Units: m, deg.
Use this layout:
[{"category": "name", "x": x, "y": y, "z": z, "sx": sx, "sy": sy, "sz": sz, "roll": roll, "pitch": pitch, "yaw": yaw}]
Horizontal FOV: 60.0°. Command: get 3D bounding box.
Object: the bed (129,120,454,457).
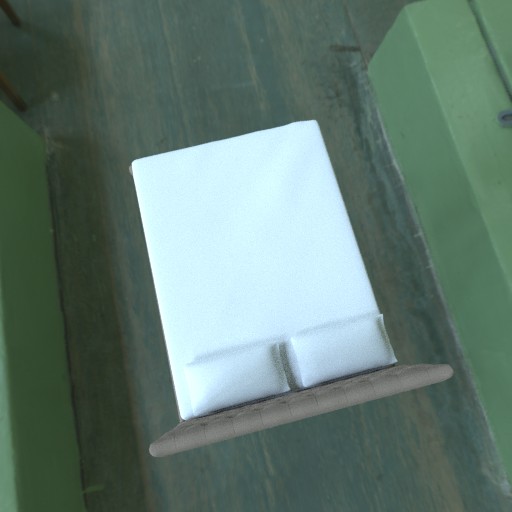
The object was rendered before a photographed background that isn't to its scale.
[{"category": "bed", "x": 0.000, "y": 0.000, "z": 3.299, "sx": 1.696, "sy": 1.426, "sz": 2.233, "roll": -14, "pitch": 75, "yaw": -4}]
